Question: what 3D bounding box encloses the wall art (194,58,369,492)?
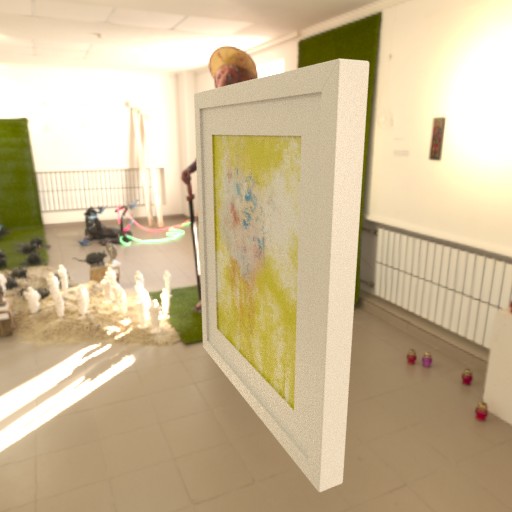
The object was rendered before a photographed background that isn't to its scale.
[{"bbox_3d":[0.000,0.000,0.518,0.028,0.381,0.331,-7,17,-25],"label":"wall art"}]
